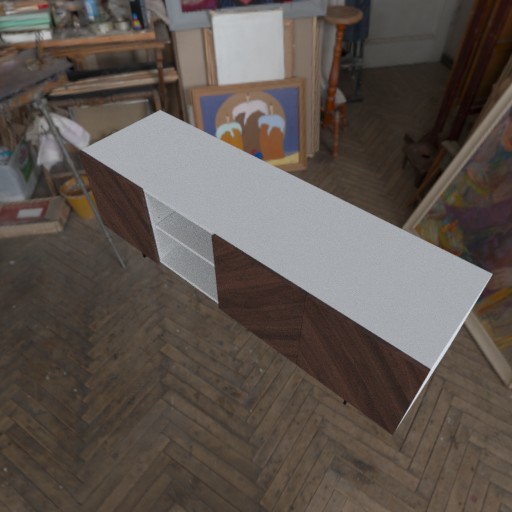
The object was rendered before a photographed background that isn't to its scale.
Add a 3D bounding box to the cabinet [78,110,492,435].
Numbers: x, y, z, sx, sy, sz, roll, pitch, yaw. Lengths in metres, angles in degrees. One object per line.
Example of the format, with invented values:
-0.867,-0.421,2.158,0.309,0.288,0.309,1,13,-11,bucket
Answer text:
0.000,0.000,1.744,1.499,0.533,0.431,32,55,26,cabinet
